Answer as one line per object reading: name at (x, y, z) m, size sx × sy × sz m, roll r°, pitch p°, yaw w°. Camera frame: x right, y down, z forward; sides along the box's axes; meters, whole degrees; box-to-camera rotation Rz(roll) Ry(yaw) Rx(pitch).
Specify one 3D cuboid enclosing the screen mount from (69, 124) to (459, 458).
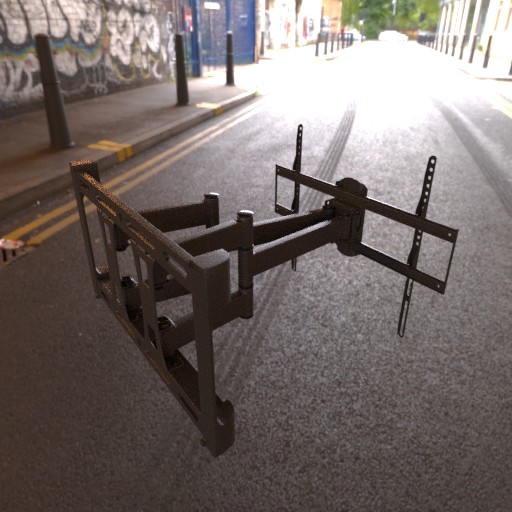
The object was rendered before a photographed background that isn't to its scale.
screen mount at (0.000, 0.000, 1.078) m, size 0.644 × 0.491 × 0.661 m, roll -18°, pitch 32°, yaw -31°
